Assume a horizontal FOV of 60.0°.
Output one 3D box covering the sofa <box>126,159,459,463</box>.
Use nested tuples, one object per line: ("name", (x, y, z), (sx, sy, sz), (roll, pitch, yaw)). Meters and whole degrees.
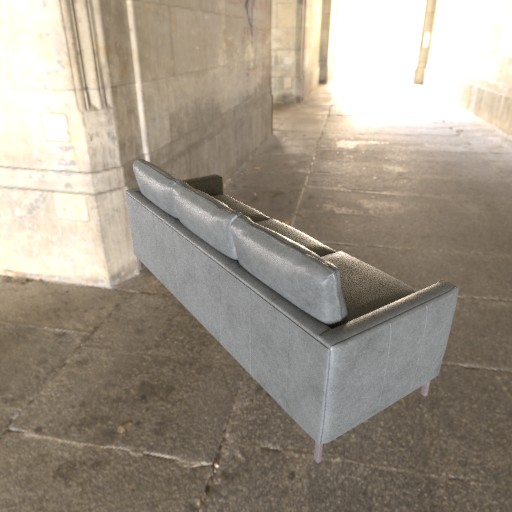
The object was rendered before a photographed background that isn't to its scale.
("sofa", (0.000, 0.000, 2.433), (0.748, 0.805, 2.029), (-16, 30, -30))
